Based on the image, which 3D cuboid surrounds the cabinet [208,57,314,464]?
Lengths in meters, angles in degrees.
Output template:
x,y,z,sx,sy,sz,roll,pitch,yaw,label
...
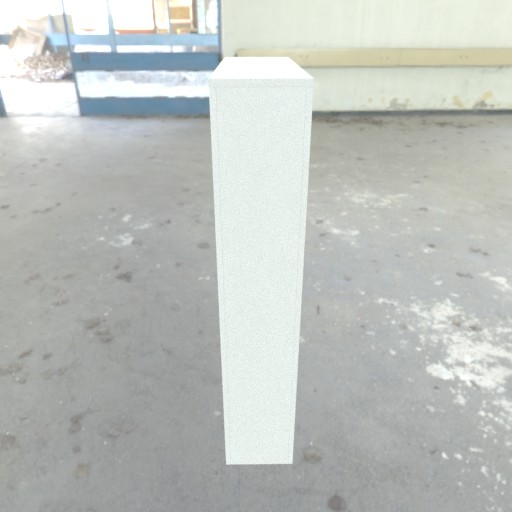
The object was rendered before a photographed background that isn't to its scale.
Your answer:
x,y,z,sx,sy,sz,roll,pitch,yaw,label
0.000,0.000,1.613,0.250,1.280,0.750,0,28,-1,cabinet
